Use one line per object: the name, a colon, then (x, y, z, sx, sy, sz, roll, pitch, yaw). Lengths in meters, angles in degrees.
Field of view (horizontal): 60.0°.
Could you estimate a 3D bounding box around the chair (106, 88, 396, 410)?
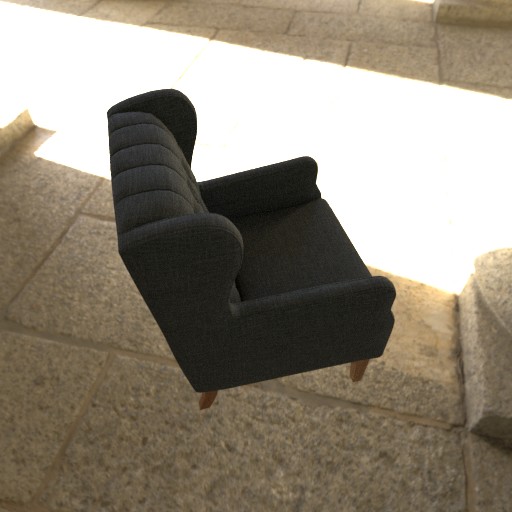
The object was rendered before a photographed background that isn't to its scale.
chair: (0.000, 0.000, 1.516, 0.775, 0.953, 0.711, -11, 48, -10)
